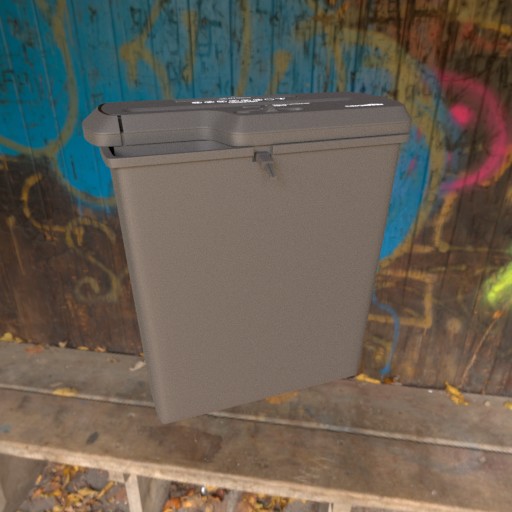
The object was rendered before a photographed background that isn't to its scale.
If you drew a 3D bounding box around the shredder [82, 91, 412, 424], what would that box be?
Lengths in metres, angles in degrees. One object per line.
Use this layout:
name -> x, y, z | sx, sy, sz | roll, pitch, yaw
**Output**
shredder -> 0.000, 0.000, 0.500 | 0.320, 0.335, 0.170 | -9, 29, -17
